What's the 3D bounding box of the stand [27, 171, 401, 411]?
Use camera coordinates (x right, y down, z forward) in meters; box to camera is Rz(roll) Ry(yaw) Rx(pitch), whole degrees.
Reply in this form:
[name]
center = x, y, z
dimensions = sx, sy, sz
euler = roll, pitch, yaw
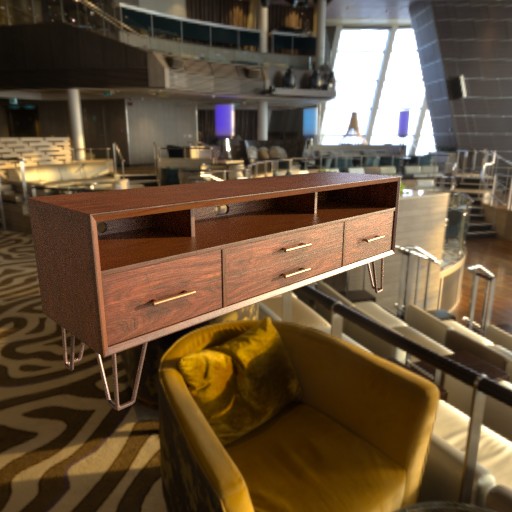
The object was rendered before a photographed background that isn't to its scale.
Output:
[stand]
center = 0.000, 0.000, 1.913
dimensions = 1.626, 0.610, 0.481
euler = -14, 21, -43
